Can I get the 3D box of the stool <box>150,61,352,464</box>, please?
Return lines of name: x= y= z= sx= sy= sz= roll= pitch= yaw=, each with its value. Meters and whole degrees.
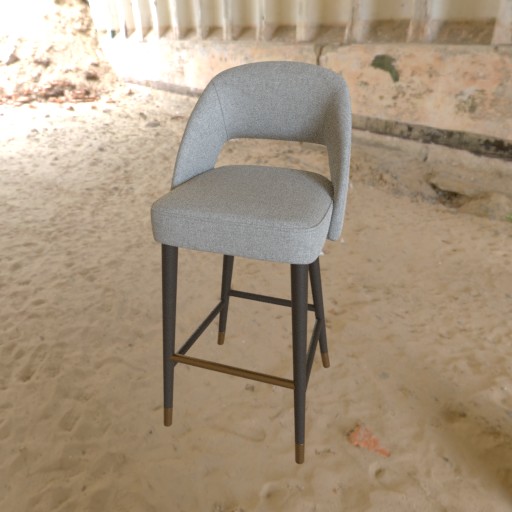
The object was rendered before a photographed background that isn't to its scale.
stool: x=0.000 y=0.000 z=1.317 sx=0.494 sy=1.037 sz=0.509 roll=9 pitch=28 yaw=16
